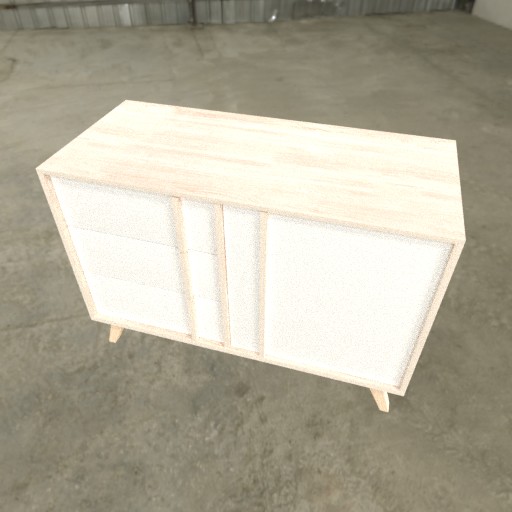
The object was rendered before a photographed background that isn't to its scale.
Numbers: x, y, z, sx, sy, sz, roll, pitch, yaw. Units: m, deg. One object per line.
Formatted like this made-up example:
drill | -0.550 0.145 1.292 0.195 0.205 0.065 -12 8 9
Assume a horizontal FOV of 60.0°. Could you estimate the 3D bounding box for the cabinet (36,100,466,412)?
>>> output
cabinet | 0.000 0.000 1.531 1.110 0.780 0.500 11 42 12
